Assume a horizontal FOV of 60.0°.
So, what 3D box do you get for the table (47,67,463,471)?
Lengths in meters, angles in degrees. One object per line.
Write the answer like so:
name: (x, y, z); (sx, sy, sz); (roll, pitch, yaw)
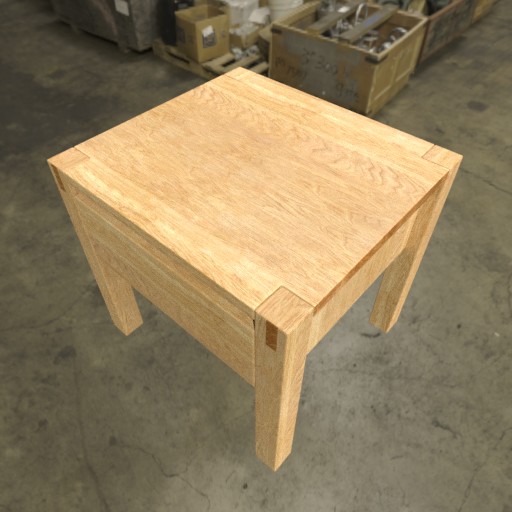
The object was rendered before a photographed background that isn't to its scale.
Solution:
table: (0.000, 0.000, 0.854); (0.480, 0.450, 0.440); (33, 55, 27)
